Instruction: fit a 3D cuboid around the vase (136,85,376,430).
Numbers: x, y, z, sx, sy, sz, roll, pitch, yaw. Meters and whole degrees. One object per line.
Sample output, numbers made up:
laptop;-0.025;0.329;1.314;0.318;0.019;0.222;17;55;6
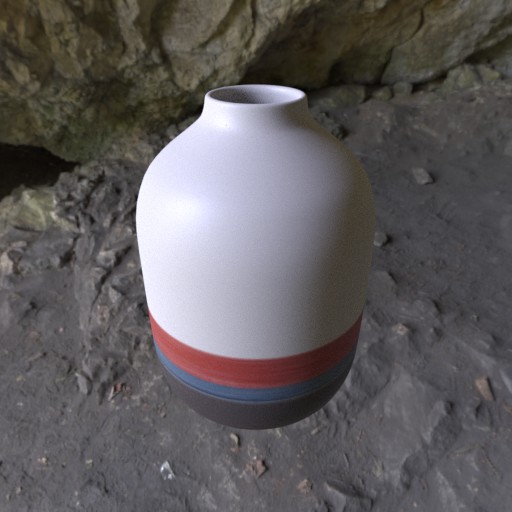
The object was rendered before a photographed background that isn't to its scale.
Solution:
vase;0.000;0.000;0.338;0.169;0.237;0.169;0;31;0
